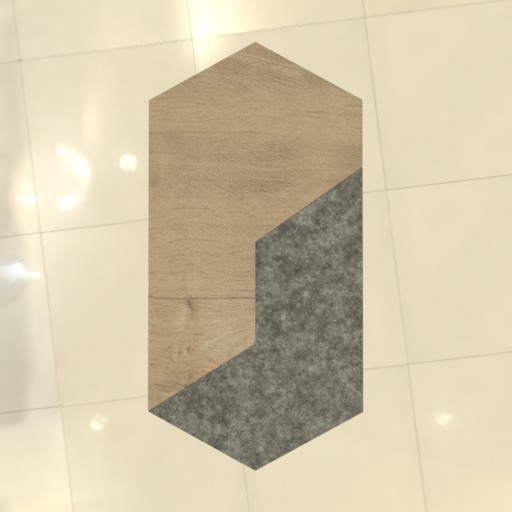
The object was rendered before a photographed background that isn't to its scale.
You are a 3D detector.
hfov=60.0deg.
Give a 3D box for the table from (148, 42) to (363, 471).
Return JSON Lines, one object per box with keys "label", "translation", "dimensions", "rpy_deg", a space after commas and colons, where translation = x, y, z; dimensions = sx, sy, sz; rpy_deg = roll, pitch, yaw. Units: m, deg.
{"label": "table", "translation": [0.000, 0.000, 1.486], "dimensions": [0.609, 0.457, 1.219], "rpy_deg": [0, 89, 0]}
